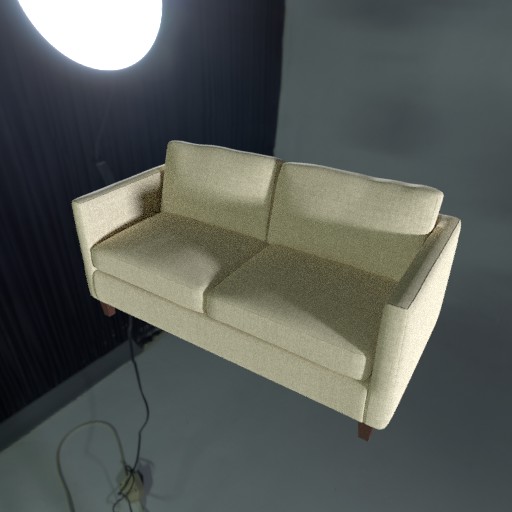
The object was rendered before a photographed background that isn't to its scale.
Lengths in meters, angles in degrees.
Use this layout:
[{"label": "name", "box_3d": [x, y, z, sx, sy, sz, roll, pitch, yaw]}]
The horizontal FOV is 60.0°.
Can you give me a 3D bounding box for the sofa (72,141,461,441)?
[{"label": "sofa", "box_3d": [0.000, 0.000, 2.452, 1.884, 0.963, 0.950, 18, 34, 28]}]
